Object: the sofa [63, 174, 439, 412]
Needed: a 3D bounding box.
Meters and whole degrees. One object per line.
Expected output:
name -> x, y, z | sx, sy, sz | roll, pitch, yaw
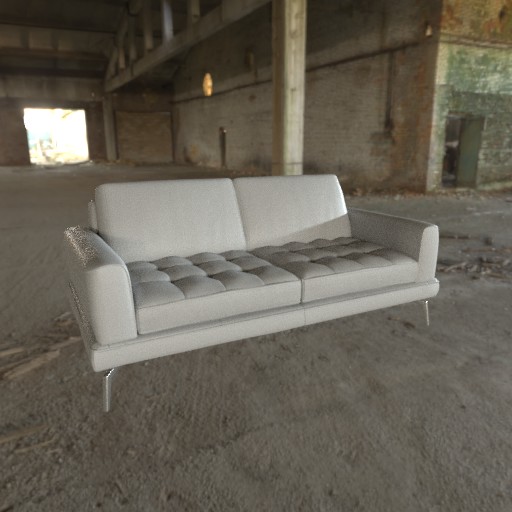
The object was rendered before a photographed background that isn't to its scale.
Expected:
sofa -> 0.000, 0.000, 2.794 | 2.177, 0.930, 1.121 | -7, 16, -26
